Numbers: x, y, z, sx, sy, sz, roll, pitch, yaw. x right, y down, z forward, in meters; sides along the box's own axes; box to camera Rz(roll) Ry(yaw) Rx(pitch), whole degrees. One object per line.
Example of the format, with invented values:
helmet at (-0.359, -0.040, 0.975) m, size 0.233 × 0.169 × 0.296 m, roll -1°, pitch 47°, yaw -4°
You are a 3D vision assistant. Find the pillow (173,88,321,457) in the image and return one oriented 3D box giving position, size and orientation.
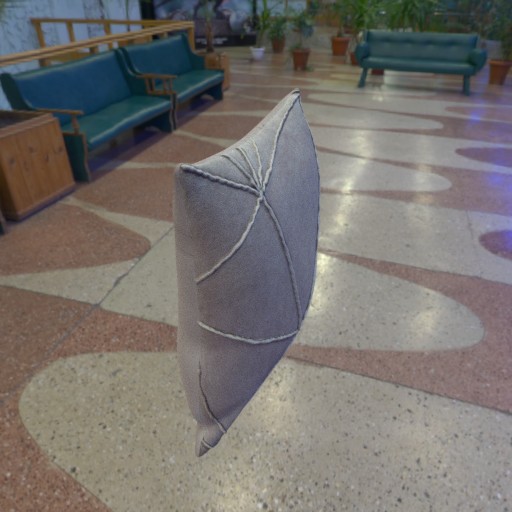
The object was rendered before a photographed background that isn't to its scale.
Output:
pillow at (0.000, 0.000, 0.699) m, size 0.185 × 0.440 × 0.439 m, roll 11°, pitch 33°, yaw 17°
